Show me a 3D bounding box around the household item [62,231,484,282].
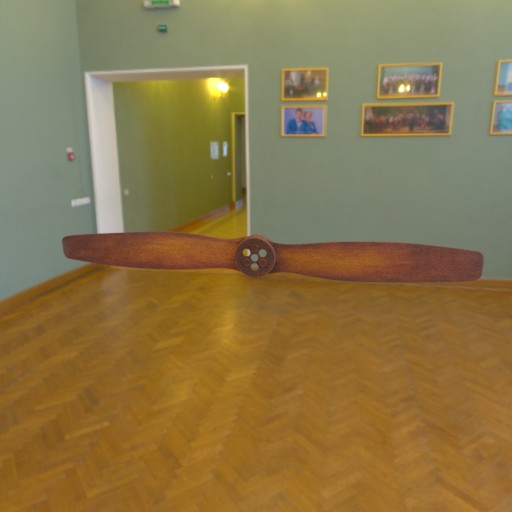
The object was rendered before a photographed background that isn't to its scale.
[{"bbox_3d":[0.000,0.000,1.234,1.181,0.121,0.051,2,14,10],"label":"household item"}]
